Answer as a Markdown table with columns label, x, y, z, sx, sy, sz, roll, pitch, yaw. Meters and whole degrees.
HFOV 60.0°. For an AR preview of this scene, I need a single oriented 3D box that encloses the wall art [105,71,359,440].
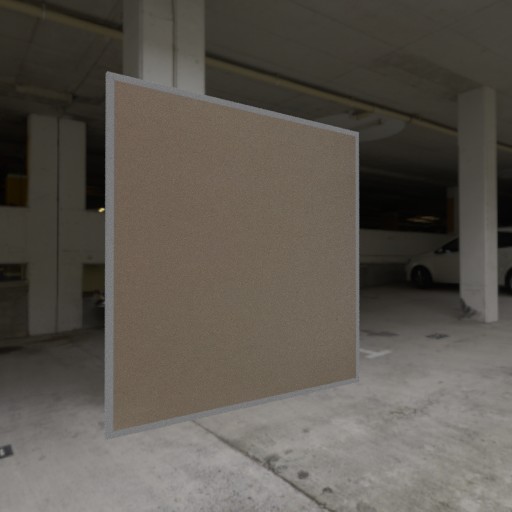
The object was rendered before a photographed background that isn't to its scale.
| label | x | y | z | sx | sy | sz | roll | pitch | yaw |
| --- | --- | --- | --- | --- | --- | --- | --- | --- | --- |
| wall art | 0.000 | 0.000 | 0.682 | 0.456 | 0.456 | 0.007 | 0 | -1 | -35 |
